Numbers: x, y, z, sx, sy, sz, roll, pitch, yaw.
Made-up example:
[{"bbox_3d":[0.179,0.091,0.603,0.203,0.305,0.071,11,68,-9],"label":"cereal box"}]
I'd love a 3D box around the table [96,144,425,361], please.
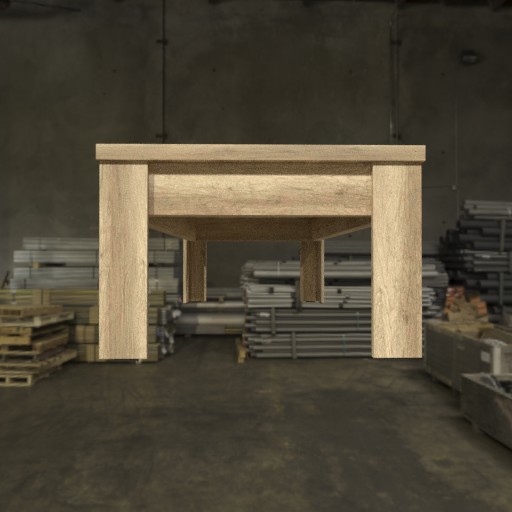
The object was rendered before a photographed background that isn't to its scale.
[{"bbox_3d":[0.000,0.000,1.613,0.700,0.460,1.350,0,-1,-1],"label":"table"}]
